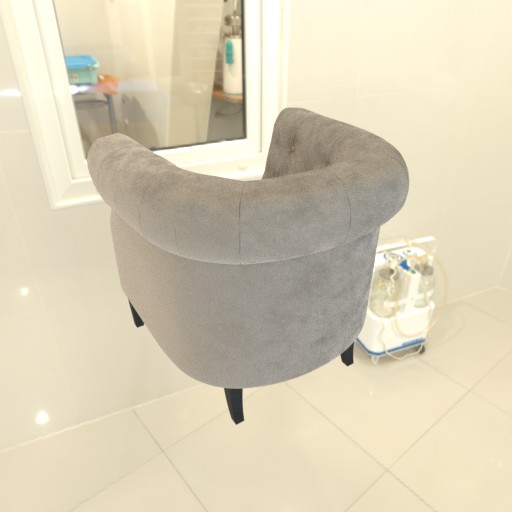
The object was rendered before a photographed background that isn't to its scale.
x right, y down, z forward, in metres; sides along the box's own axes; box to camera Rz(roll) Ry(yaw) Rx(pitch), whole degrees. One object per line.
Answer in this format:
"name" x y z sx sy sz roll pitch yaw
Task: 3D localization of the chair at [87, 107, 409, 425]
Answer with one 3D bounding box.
"chair" 0.000 0.000 1.545 0.904 0.826 0.851 -18 35 -28
